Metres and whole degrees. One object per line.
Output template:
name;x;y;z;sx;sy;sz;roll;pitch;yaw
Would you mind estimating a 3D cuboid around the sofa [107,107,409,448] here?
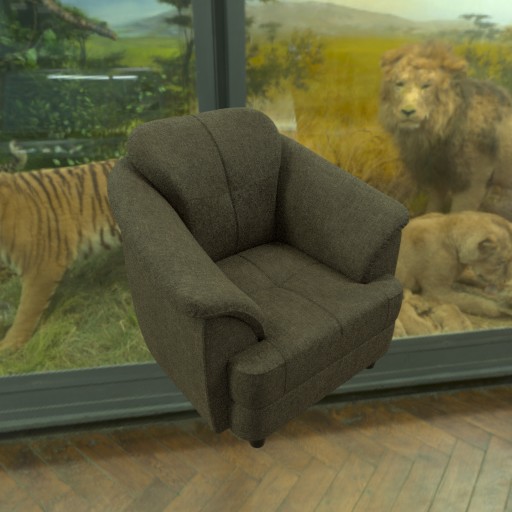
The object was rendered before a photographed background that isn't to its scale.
sofa;0.000;0.000;1.493;0.870;0.811;0.794;-22;37;-33
